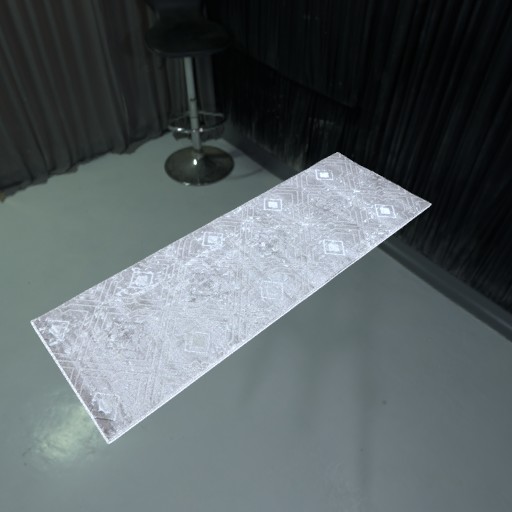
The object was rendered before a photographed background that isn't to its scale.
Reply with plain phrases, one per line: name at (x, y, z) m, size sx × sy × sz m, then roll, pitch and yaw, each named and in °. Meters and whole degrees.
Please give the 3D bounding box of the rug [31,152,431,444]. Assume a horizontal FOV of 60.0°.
rug at (0.000, 0.000, 2.618) m, size 2.381 × 0.035 × 0.832 m, roll -32°, pitch 54°, yaw -27°
